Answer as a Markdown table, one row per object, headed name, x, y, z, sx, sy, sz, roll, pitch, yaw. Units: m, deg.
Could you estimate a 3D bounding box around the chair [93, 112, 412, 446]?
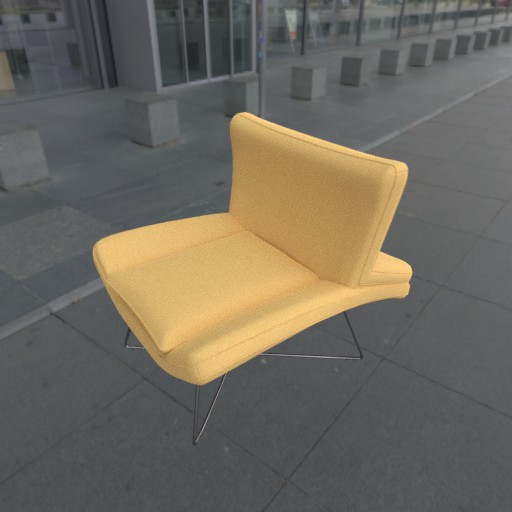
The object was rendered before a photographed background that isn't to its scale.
| name | x | y | z | sx | sy | sz | roll | pitch | yaw |
| --- | --- | --- | --- | --- | --- | --- | --- | --- | --- |
| chair | 0.000 | 0.000 | 1.677 | 1.008 | 0.855 | 0.859 | -20 | 36 | -30 |
